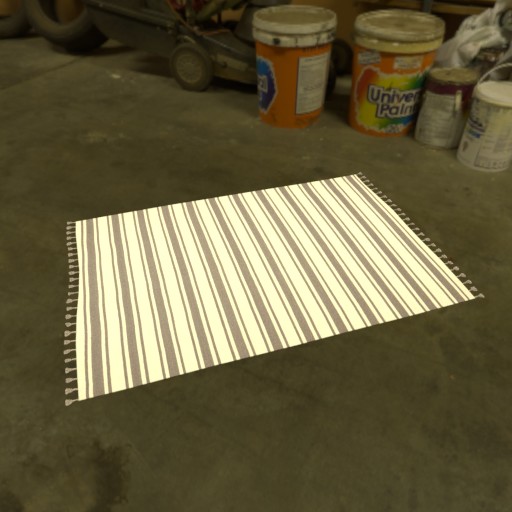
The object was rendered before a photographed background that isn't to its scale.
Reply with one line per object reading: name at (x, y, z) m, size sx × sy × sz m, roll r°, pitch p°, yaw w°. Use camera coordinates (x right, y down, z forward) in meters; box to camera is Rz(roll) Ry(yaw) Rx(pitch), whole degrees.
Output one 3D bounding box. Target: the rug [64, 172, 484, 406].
rug at (0.000, 0.000, 2.959) m, size 2.425 × 0.014 × 1.563 m, roll -12°, pitch 42°, yaw -13°
